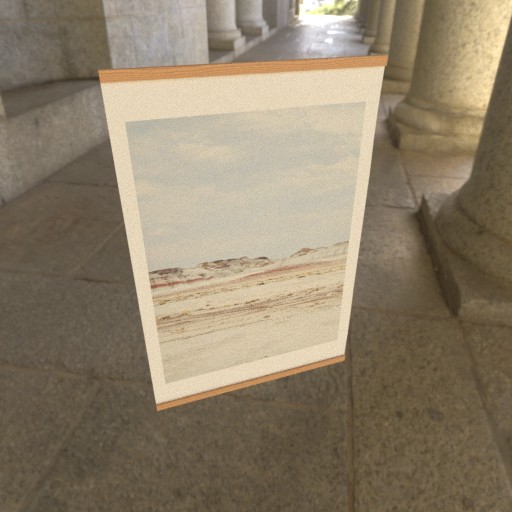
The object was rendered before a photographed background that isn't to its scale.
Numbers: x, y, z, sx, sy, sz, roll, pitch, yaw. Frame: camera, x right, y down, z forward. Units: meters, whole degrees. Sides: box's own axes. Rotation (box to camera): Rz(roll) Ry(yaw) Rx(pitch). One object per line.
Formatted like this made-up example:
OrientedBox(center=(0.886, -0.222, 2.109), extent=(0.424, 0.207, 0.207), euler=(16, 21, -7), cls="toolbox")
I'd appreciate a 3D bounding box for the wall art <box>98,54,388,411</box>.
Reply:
OrientedBox(center=(0.000, 0.000, 1.879), extent=(1.011, 1.521, 0.025), euler=(-10, 33, -16), cls="wall art")
